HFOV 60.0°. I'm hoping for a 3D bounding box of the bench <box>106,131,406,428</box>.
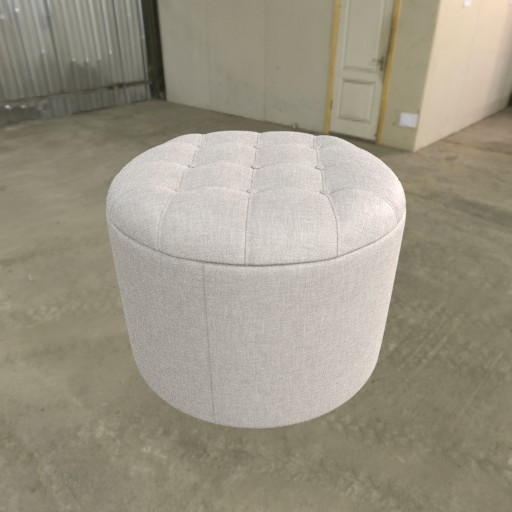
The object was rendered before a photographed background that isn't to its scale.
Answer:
[{"bbox_3d":[0.000,0.000,0.995,0.600,0.453,0.600,0,31,0],"label":"bench"}]
